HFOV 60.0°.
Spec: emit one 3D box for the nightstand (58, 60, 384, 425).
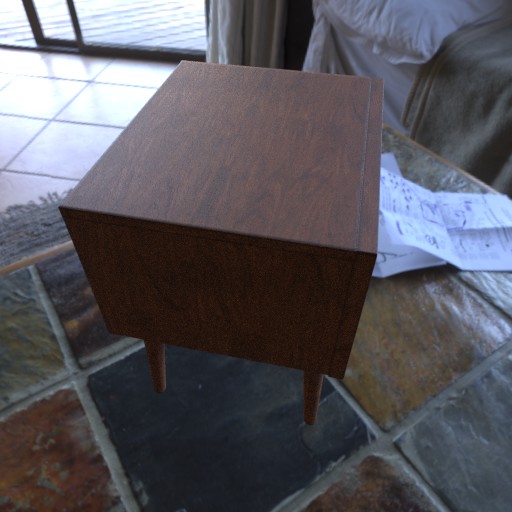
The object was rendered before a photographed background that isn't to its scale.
[{"bbox_3d":[0.000,0.000,0.971,0.445,0.607,0.521,9,46,9],"label":"nightstand"}]
